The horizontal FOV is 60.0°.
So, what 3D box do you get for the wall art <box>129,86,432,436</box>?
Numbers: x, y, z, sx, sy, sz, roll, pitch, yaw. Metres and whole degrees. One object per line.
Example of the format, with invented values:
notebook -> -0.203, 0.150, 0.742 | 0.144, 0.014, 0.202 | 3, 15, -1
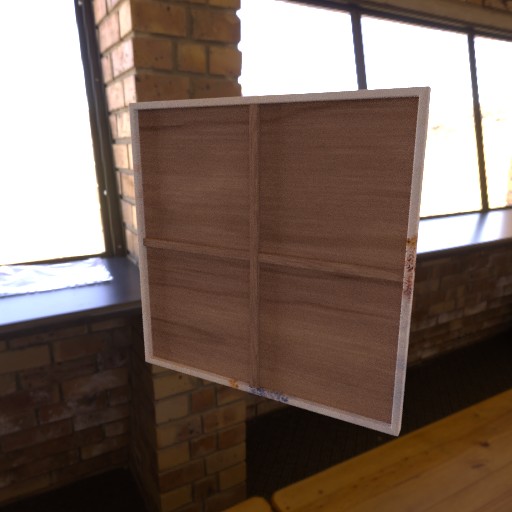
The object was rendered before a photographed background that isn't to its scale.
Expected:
wall art -> 0.000, 0.000, 1.306 | 0.889, 0.889, 0.038 | 8, 16, 28
